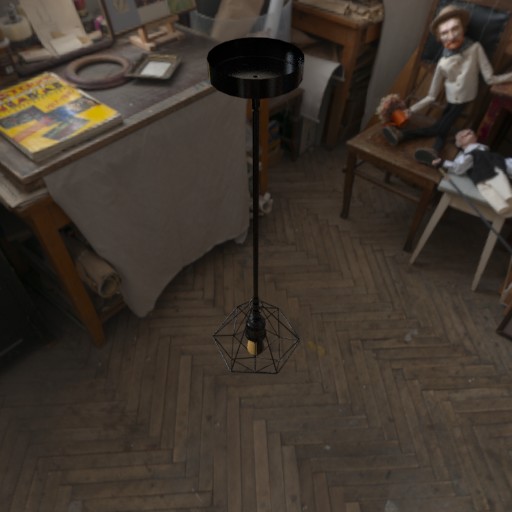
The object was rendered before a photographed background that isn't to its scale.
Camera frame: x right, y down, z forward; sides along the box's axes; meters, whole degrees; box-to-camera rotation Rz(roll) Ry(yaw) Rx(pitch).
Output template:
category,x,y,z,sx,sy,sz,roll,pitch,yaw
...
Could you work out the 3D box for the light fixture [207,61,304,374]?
category,x,y,z,sx,sy,sz,roll,pitch,yaw
light fixture,0.000,0.000,1.979,0.487,1.764,0.431,2,47,2
